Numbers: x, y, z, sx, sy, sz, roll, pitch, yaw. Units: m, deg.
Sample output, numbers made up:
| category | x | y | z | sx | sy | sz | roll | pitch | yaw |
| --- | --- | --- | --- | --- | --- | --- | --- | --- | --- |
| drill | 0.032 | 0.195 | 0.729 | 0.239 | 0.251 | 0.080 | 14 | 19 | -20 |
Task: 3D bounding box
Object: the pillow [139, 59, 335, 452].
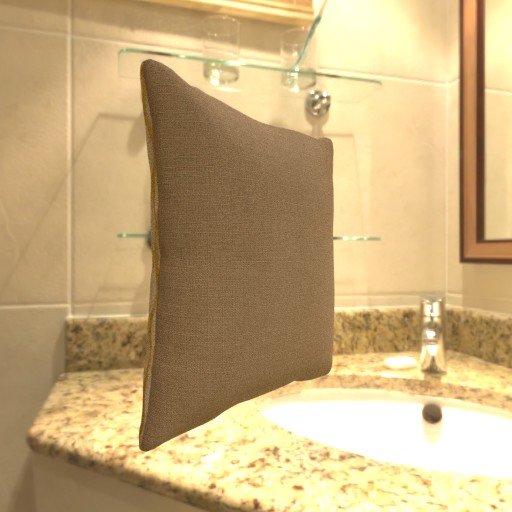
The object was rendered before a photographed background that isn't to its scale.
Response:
| category | x | y | z | sx | sy | sz | roll | pitch | yaw |
| --- | --- | --- | --- | --- | --- | --- | --- | --- | --- |
| pillow | 0.000 | 0.000 | 0.657 | 0.159 | 0.436 | 0.429 | 0 | 1 | 37 |
